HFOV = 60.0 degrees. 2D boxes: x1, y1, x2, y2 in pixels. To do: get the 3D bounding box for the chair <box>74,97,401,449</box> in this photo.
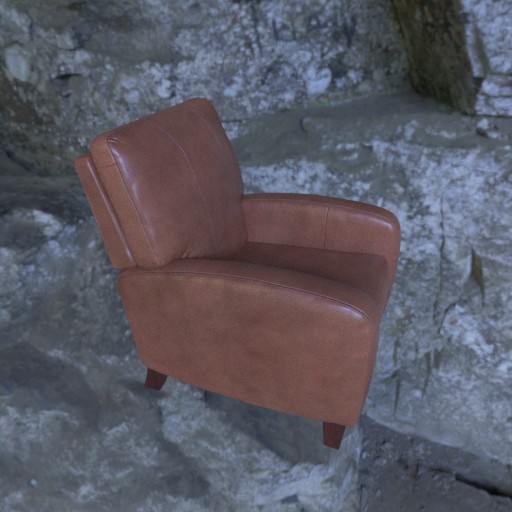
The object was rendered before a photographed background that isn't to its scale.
[{"bbox_3d":[0.000,0.000,1.653,0.990,0.990,0.762,11,32,18],"label":"chair"}]
